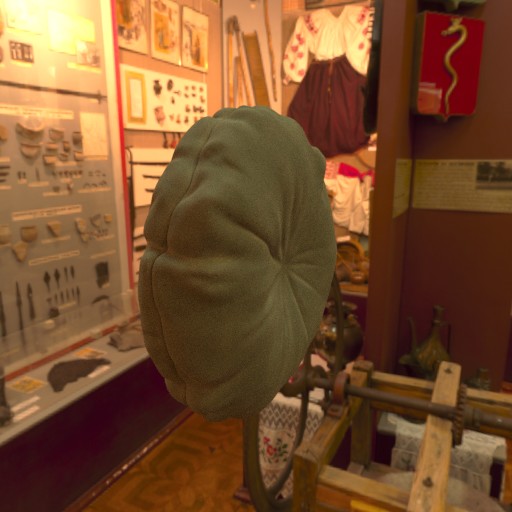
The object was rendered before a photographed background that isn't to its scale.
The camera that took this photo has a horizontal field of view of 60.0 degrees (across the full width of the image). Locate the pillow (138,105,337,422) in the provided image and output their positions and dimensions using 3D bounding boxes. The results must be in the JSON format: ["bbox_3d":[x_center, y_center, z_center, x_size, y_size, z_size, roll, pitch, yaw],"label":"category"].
[{"bbox_3d":[0.000,0.000,0.630,0.148,0.407,0.428,7,14,27],"label":"pillow"}]
